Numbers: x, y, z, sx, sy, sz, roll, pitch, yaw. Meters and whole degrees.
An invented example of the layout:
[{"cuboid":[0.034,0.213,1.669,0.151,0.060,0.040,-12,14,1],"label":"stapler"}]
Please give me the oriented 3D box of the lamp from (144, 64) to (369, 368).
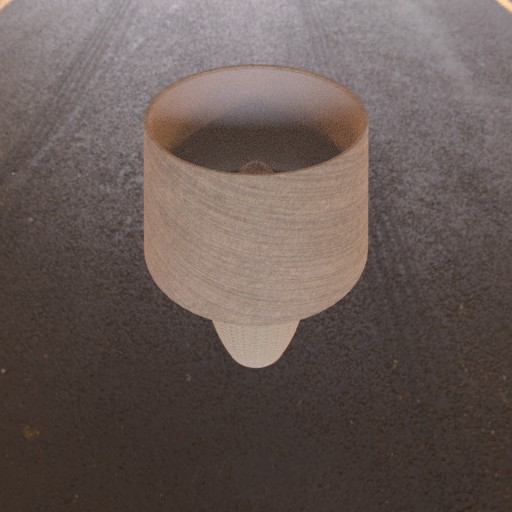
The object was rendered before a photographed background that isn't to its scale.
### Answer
[{"cuboid":[0.000,0.000,0.822,0.390,0.580,0.390,0,46,0],"label":"lamp"}]
